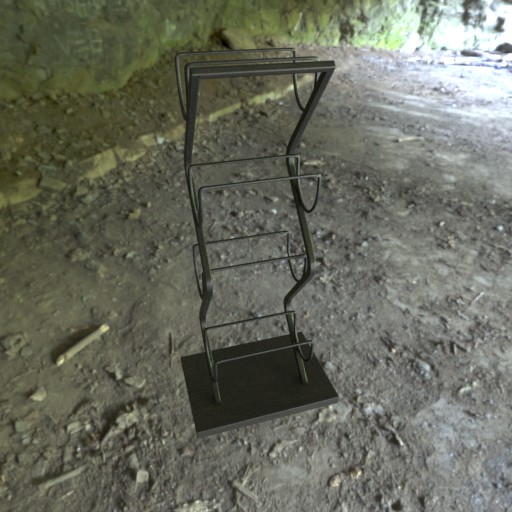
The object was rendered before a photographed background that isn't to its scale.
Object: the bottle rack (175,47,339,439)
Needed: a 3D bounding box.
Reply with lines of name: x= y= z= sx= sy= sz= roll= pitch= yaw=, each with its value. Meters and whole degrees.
bottle rack: x=0.000 y=0.000 z=0.681 sx=0.254 sy=0.559 sz=0.178 roll=-9 pitch=34 yaw=-14
